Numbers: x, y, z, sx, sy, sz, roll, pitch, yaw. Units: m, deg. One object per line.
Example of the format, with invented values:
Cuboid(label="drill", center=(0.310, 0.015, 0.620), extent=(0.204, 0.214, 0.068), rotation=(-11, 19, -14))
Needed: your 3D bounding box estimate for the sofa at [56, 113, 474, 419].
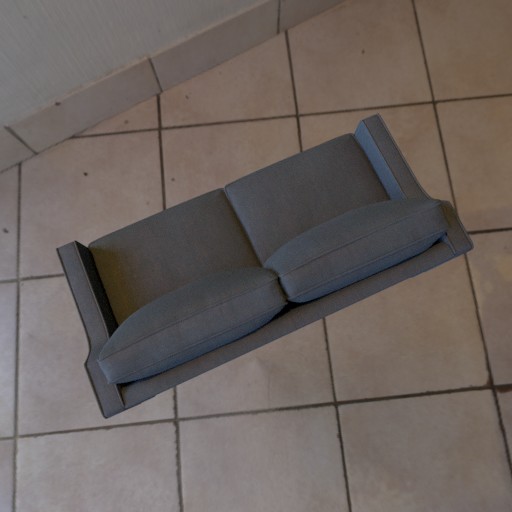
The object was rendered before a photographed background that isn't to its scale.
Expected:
Cuboid(label="sofa", center=(0.000, 0.000, 2.796), extent=(2.178, 1.071, 1.066), rotation=(-24, 78, -5))
